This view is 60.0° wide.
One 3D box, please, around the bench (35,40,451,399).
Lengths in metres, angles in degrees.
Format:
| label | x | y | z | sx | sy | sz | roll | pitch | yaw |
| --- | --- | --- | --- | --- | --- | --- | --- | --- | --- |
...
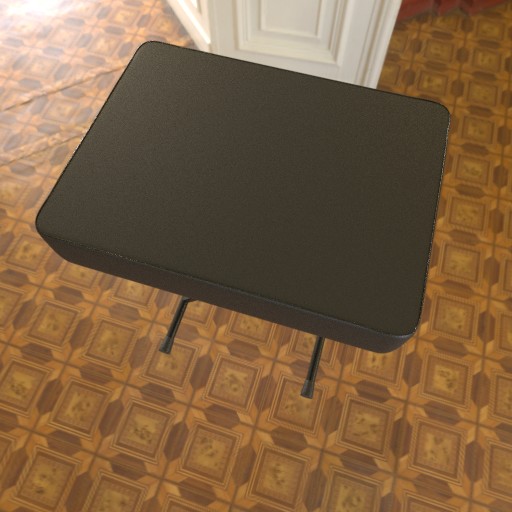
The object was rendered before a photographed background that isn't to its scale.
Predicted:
| label | x | y | z | sx | sy | sz | roll | pitch | yaw |
| --- | --- | --- | --- | --- | --- | --- | --- | --- | --- |
| bench | 0.000 | 0.000 | 0.744 | 0.424 | 0.500 | 0.321 | 15 | 65 | 7 |
